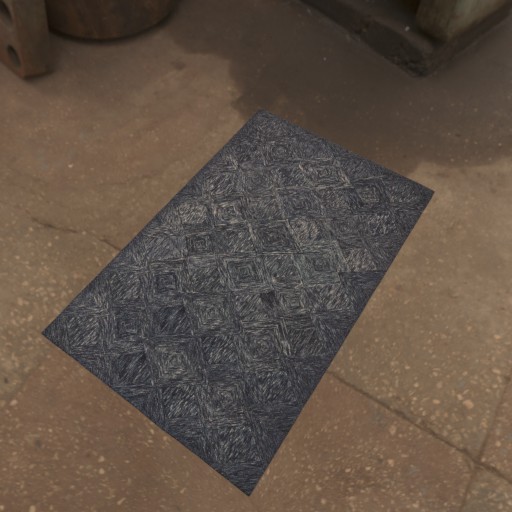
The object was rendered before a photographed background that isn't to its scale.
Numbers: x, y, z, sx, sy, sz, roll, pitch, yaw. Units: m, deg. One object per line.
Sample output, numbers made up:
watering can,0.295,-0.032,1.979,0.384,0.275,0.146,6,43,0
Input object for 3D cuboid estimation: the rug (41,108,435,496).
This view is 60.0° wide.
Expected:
rug,0.000,0.000,2.182,1.139,0.010,1.754,31,65,16
